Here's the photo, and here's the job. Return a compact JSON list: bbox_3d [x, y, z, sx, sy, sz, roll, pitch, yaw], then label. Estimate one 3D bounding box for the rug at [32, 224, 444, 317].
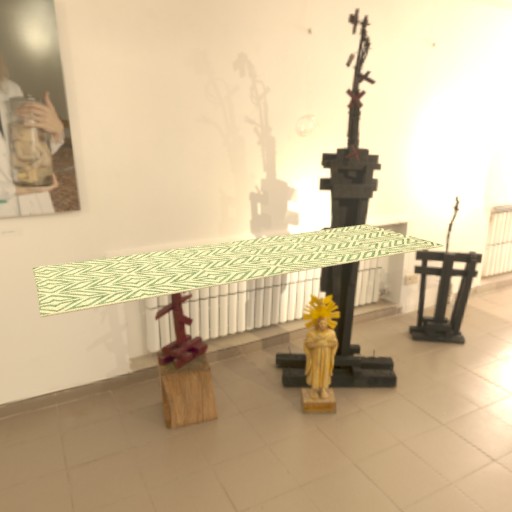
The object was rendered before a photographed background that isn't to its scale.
[{"bbox_3d":[0.000,0.000,2.711,2.435,0.009,0.750,-9,18,-27],"label":"rug"}]
